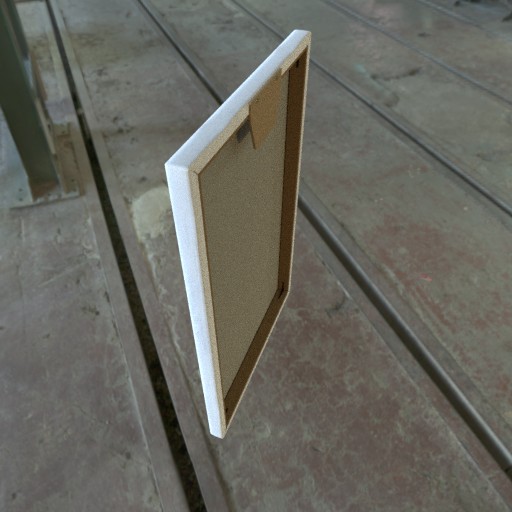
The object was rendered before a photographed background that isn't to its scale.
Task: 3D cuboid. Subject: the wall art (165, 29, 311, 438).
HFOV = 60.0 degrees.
[{"bbox_3d":[0.000,0.000,1.149,0.048,0.916,0.602,16,47,15],"label":"wall art"}]
